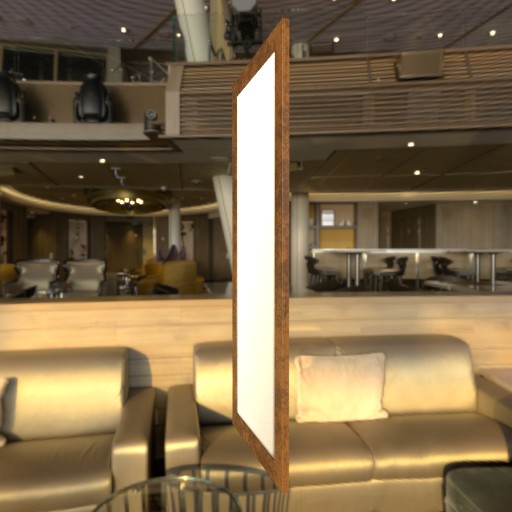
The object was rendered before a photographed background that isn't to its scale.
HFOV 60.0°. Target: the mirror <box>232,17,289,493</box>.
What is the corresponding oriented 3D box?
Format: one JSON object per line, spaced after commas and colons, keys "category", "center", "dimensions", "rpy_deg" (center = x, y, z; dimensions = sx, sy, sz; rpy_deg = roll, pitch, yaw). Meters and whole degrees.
{"category": "mirror", "center": [0.000, 0.000, 2.282], "dimensions": [0.032, 2.031, 0.812], "rpy_deg": [0, 1, -18]}
